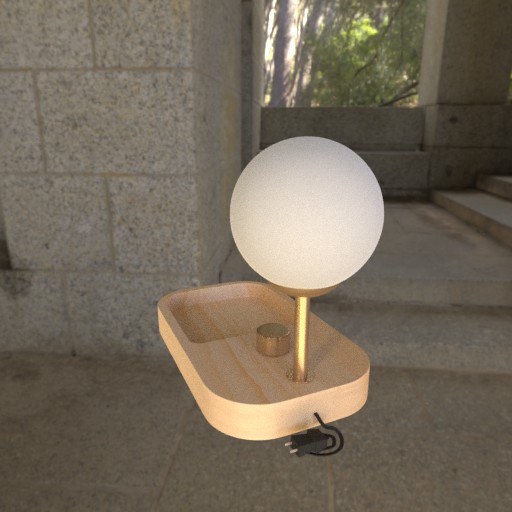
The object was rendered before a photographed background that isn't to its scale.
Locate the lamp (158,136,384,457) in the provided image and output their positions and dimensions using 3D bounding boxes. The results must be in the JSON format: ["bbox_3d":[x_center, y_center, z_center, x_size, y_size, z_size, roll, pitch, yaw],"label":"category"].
[{"bbox_3d":[0.000,0.000,0.475,0.173,0.253,0.331,-7,18,-23],"label":"lamp"}]
